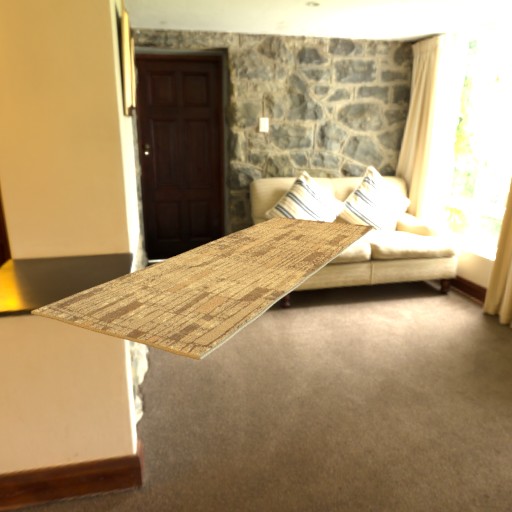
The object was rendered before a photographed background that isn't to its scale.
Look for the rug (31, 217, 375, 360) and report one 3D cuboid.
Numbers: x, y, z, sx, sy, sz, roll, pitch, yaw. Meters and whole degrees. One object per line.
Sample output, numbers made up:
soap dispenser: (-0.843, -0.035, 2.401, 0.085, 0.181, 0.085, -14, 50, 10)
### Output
rug: (0.000, 0.000, 2.645, 0.857, 0.018, 2.383, 8, 18, 27)
